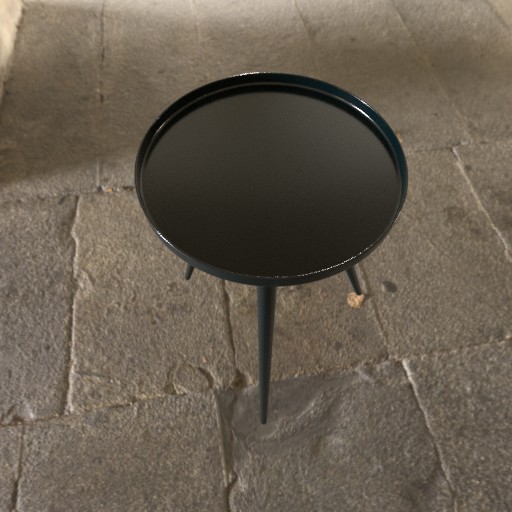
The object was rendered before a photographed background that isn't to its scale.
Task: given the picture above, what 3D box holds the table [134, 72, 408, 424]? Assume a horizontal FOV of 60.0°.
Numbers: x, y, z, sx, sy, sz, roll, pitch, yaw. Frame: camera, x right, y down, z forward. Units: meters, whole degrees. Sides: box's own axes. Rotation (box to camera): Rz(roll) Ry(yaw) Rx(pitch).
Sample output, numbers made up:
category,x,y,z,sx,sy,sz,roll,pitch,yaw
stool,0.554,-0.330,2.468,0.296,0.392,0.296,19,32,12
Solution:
category,x,y,z,sx,sy,sz,roll,pitch,yaw
table,0.000,0.000,0.843,0.415,0.548,0.403,31,64,17
